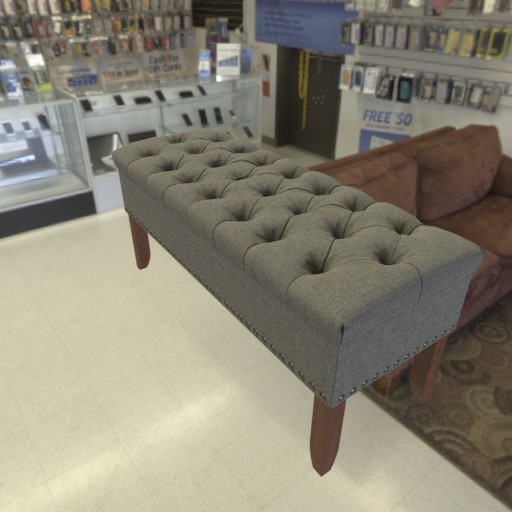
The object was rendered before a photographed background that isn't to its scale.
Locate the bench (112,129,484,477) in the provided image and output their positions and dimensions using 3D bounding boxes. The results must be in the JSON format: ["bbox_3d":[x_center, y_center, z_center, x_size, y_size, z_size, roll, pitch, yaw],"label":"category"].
[{"bbox_3d":[0.000,0.000,1.270,0.417,0.470,1.052,-20,37,-29],"label":"bench"}]
